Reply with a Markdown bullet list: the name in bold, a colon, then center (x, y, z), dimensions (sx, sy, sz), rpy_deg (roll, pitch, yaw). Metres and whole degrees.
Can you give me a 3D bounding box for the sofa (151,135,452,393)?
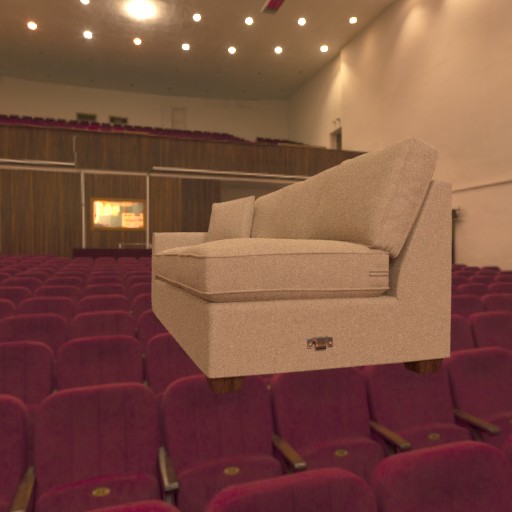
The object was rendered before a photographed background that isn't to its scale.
- **sofa**: center (0.000, 0.000, 2.524), dimensions (1.034, 0.946, 1.962), rpy_deg (0, 0, -19)
